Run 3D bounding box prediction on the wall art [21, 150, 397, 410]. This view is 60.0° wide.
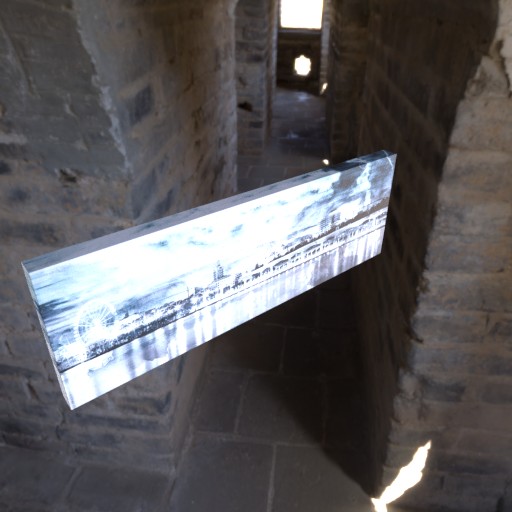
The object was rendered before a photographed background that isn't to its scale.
[{"bbox_3d":[0.000,0.000,0.834,0.759,0.251,0.037,-22,37,-33],"label":"wall art"}]
